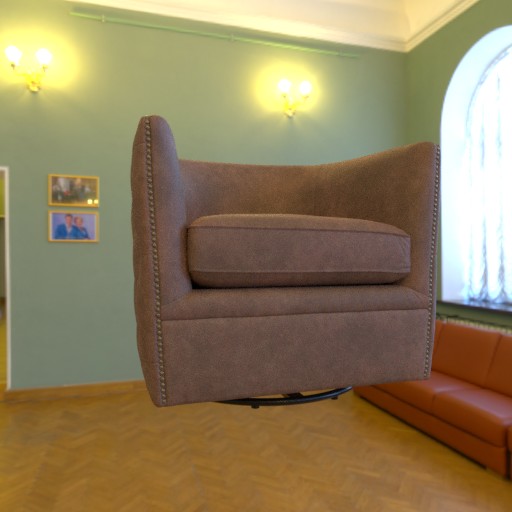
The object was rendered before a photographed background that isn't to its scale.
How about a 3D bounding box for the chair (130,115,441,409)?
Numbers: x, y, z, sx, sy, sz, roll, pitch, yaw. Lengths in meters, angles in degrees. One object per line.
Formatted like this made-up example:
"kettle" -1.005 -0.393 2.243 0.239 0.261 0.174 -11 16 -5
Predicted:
"chair" 0.000 0.000 1.518 0.850 0.790 0.870 0 0 -18
